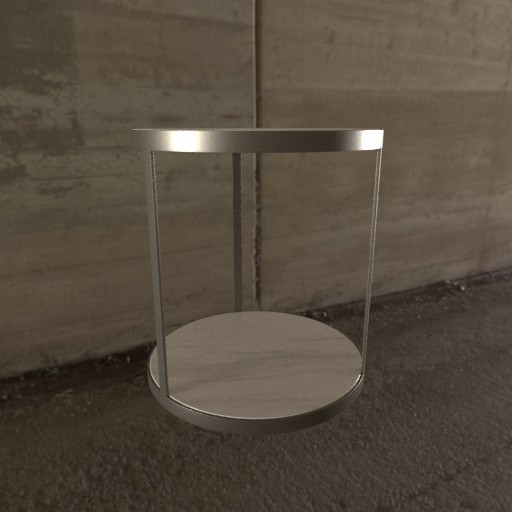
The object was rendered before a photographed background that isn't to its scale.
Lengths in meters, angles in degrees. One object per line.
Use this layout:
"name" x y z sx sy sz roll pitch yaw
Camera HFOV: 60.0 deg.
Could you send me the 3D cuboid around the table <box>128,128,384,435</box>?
"table" 0.000 0.000 0.869 0.445 0.479 0.445 0 16 0
